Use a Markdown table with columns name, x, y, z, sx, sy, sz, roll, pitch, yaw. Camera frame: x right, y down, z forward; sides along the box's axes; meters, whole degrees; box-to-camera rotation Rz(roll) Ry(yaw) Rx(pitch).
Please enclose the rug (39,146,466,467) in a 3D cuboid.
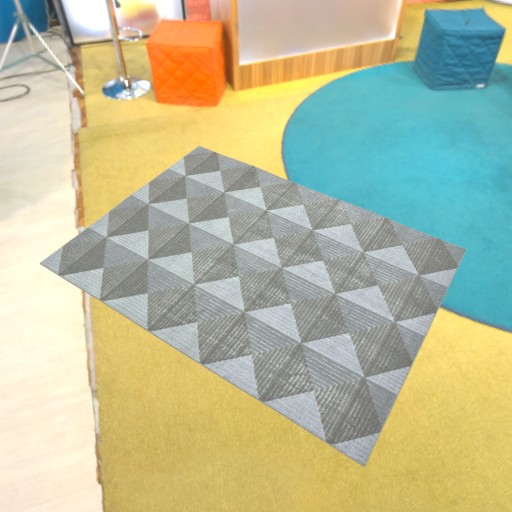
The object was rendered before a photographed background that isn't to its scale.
| name | x | y | z | sx | sy | sz | roll | pitch | yaw |
| --- | --- | --- | --- | --- | --- | --- | --- | --- | --- |
| rug | 0.000 | 0.000 | 4.269 | 3.333 | 0.027 | 2.428 | 26 | 51 | 22 |
